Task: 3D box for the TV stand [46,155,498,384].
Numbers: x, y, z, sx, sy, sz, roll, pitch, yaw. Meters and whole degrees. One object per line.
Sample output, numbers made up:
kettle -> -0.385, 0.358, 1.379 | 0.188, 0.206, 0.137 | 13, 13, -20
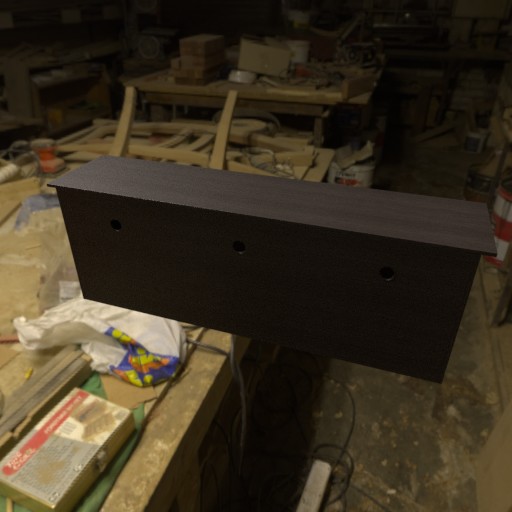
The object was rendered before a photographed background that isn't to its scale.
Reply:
TV stand -> 0.000, 0.000, 1.989 | 1.778, 0.610, 0.406 | 10, 33, 16
